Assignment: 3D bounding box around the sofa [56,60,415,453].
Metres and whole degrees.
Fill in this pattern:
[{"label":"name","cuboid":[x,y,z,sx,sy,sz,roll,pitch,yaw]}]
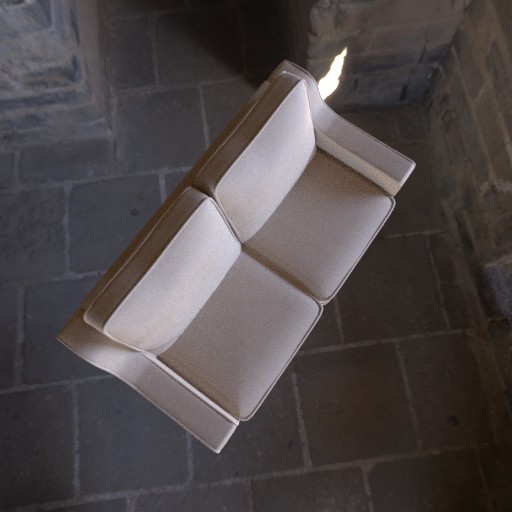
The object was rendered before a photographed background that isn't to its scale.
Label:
[{"label":"sofa","cuboid":[0.000,0.000,3.474,1.351,1.562,2.587,35,78,9]}]
